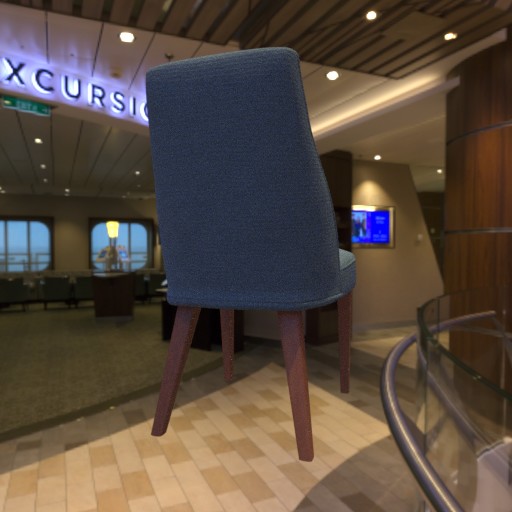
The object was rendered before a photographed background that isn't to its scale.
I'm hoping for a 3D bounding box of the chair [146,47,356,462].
[{"bbox_3d":[0.000,0.000,1.275,0.500,0.930,0.620,0,1,20],"label":"chair"}]
